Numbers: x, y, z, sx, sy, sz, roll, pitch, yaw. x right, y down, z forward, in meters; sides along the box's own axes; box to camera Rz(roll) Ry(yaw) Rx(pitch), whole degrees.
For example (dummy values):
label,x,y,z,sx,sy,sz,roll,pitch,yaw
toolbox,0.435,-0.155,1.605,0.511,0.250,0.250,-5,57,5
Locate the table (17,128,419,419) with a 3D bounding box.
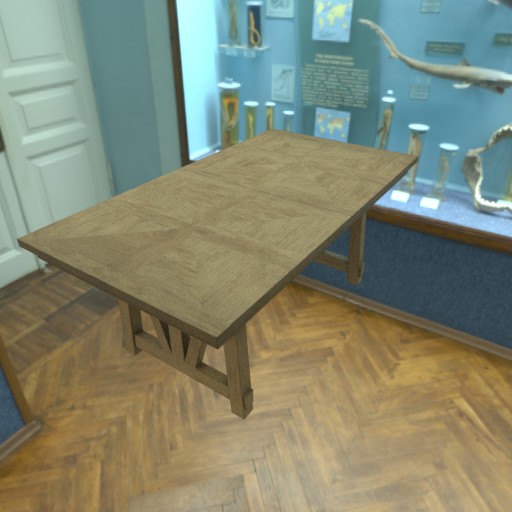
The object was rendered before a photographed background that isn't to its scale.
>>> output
label,x,y,z,sx,sy,sz,roll,pitch,yaw
table,0.000,0.000,2.379,1.016,0.768,1.881,20,37,29
